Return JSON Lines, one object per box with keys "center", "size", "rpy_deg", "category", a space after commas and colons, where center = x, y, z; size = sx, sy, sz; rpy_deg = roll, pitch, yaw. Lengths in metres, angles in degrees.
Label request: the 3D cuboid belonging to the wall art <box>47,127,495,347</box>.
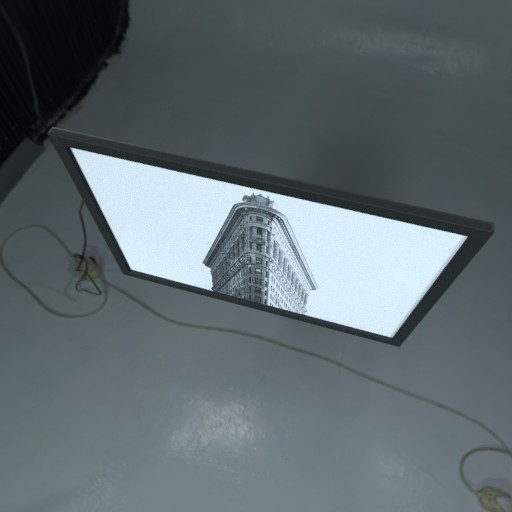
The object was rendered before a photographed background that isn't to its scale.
{"center": [0.000, 0.000, 1.212], "size": [0.964, 0.659, 0.049], "rpy_deg": [15, 60, 9], "category": "wall art"}
